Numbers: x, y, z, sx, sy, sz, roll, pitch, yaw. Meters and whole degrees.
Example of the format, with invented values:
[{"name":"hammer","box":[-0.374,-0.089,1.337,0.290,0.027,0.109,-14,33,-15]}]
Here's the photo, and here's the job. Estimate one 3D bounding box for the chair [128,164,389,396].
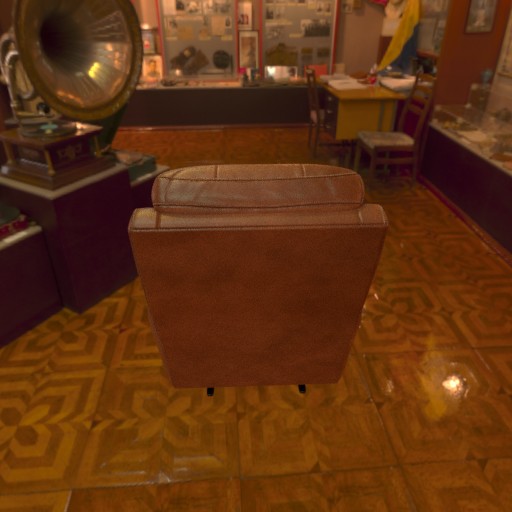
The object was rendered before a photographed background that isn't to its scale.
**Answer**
[{"name":"chair","box":[0.000,0.000,1.795,0.821,1.016,1.072,-1,30,-2]}]
